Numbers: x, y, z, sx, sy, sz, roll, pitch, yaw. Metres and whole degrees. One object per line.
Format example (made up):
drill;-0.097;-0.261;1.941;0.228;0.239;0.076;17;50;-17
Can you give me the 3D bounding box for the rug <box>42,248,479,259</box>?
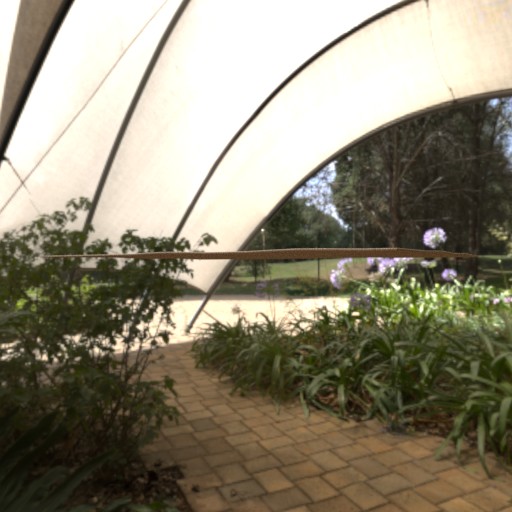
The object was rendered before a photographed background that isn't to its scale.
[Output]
rug;0.000;0.000;2.230;1.829;0.013;1.220;-1;-1;36
